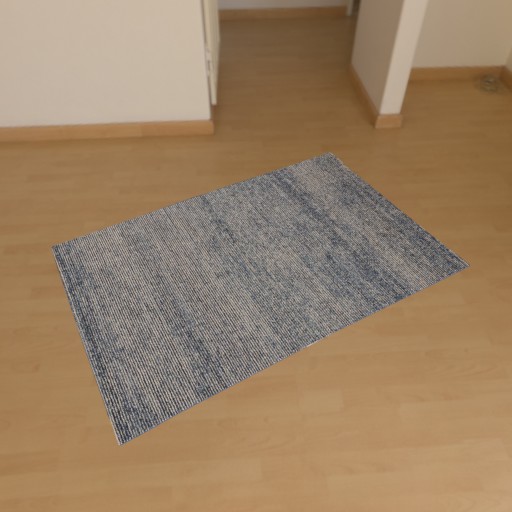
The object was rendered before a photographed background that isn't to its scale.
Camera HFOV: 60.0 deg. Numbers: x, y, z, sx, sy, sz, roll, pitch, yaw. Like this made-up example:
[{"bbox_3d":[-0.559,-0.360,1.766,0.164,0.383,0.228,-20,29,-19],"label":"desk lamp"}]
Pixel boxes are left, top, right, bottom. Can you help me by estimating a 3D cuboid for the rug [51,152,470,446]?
[{"bbox_3d":[0.000,0.000,2.244,1.793,0.025,1.159,-22,50,-20],"label":"rug"}]
